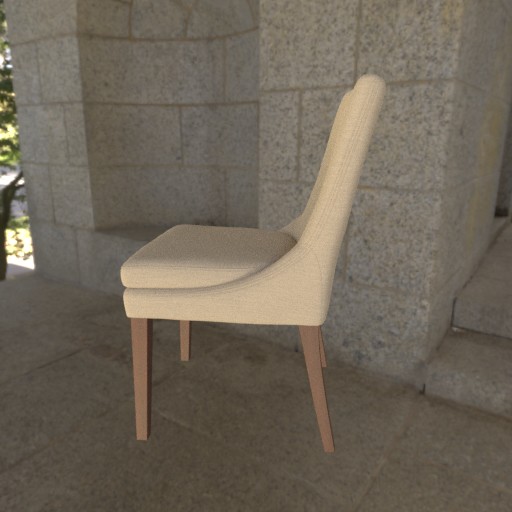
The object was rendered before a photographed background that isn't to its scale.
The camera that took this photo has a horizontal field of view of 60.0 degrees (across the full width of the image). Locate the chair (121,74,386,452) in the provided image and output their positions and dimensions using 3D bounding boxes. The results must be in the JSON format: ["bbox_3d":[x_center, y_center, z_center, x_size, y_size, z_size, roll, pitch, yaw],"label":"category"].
[{"bbox_3d":[0.000,0.000,1.298,0.638,0.940,0.515,2,15,6],"label":"chair"}]
